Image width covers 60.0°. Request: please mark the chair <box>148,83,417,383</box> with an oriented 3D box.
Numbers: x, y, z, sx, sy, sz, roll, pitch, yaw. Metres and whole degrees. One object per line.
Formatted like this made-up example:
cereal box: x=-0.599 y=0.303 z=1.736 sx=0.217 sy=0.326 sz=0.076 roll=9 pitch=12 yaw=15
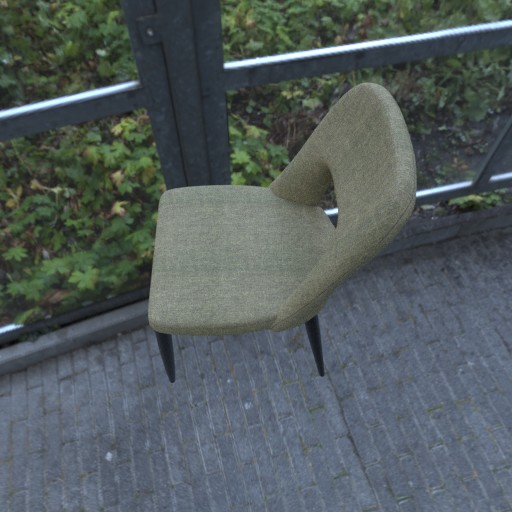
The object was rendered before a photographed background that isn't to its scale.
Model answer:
chair: x=0.000 y=0.000 z=1.261 sx=0.612 sy=0.931 sz=0.470 roll=-2 pitch=58 yaw=-1
